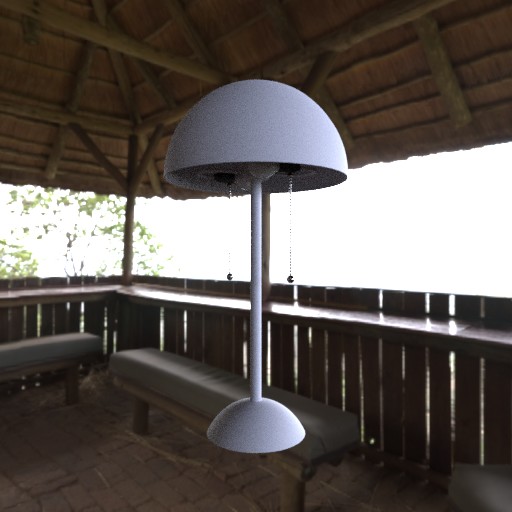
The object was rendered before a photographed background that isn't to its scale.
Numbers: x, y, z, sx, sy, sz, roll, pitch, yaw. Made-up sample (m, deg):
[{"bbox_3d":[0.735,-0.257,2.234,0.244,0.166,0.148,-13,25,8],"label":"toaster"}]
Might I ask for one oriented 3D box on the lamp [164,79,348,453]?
[{"bbox_3d":[0.000,0.000,0.418,0.171,0.330,0.171,0,0,0],"label":"lamp"}]
